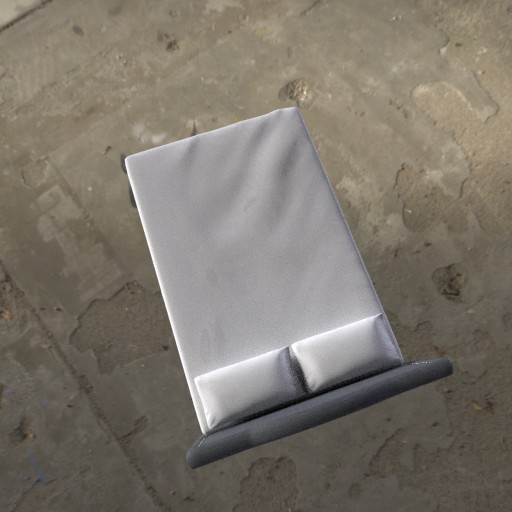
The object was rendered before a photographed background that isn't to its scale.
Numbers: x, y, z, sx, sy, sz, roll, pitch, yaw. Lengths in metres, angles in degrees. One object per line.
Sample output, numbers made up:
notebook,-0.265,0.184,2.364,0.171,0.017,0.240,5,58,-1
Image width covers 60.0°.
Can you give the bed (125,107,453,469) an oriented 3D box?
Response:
bed,0.000,0.000,3.523,1.747,1.441,2.507,-18,75,-5
